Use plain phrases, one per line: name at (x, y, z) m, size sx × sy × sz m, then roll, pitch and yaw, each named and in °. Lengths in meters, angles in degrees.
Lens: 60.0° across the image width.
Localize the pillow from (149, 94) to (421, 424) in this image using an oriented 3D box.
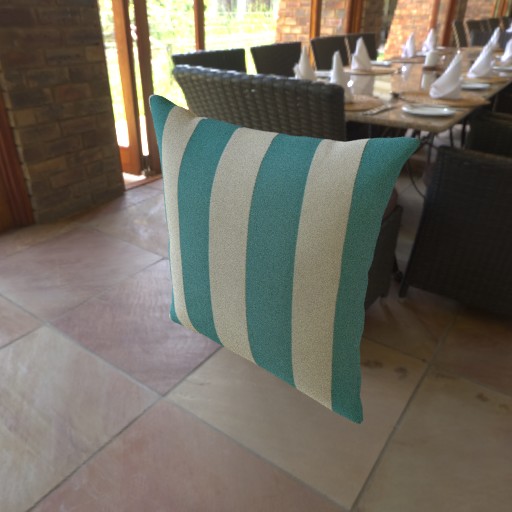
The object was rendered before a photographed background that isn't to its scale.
pillow at (0.000, 0.000, 0.826) m, size 0.536 × 0.526 × 0.189 m, roll 21°, pitch 35°, yaw 33°
